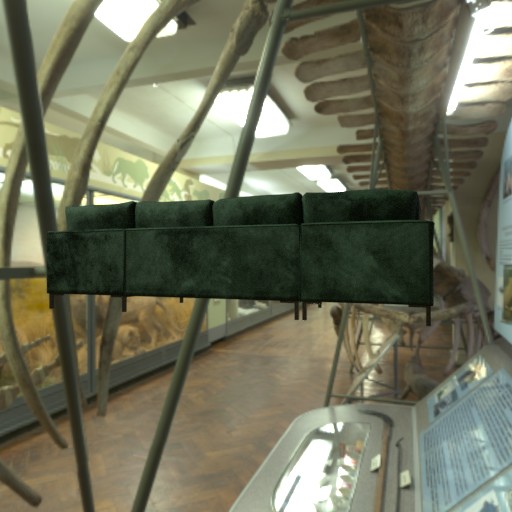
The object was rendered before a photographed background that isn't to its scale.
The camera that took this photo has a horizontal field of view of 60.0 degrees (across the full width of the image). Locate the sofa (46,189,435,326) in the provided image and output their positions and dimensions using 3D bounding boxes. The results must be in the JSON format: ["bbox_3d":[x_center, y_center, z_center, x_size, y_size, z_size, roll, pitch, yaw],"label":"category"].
[{"bbox_3d":[0.000,0.000,4.029,2.994,0.861,1.992,0,-1,19],"label":"sofa"}]
